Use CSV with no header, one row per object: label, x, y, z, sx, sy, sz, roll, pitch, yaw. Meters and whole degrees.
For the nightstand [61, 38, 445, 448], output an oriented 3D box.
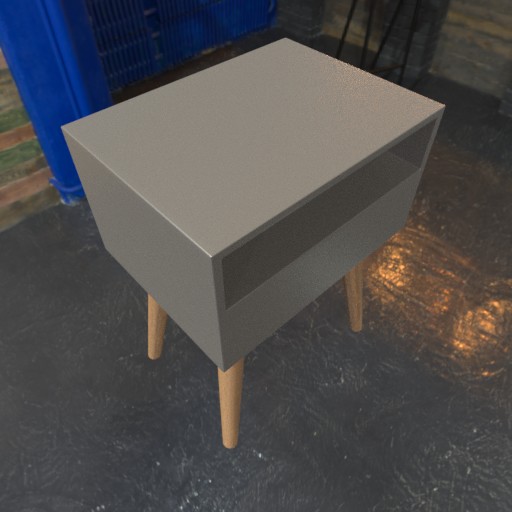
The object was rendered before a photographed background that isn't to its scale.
nightstand,0.000,0.000,0.719,0.370,0.508,0.288,-34,56,-27
